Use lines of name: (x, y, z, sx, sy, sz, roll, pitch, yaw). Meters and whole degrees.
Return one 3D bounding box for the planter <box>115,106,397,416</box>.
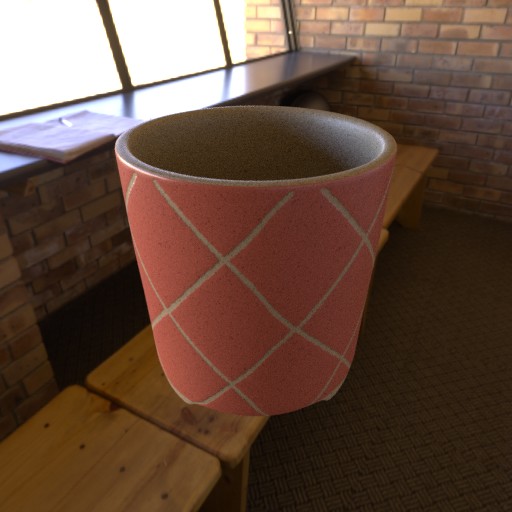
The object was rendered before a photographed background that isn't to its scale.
planter: (0.000, 0.000, 0.428, 0.227, 0.235, 0.227, 0, 31, 0)
